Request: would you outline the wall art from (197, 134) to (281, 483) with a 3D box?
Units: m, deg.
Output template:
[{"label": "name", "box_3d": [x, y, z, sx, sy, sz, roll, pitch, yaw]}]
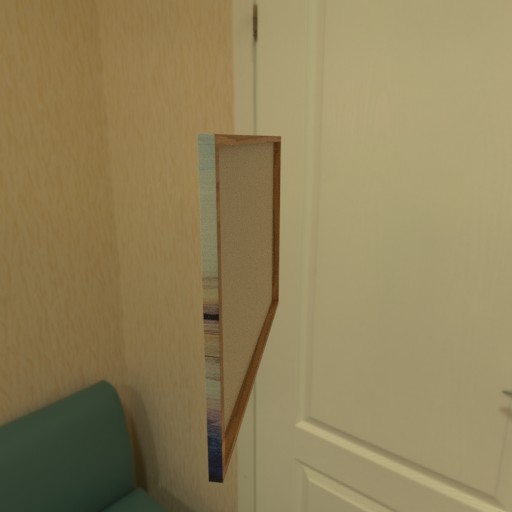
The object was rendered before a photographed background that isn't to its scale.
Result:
[{"label": "wall art", "box_3d": [0.000, 0.000, 0.766, 0.018, 0.402, 0.604, 2, 15, 9]}]
